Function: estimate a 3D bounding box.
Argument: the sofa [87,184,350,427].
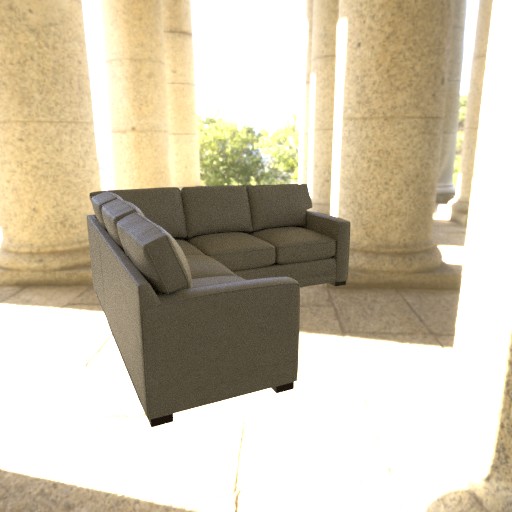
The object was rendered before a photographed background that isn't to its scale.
[{"bbox_3d":[0.000,0.000,3.373,2.211,0.936,2.188,-7,16,-26],"label":"sofa"}]
